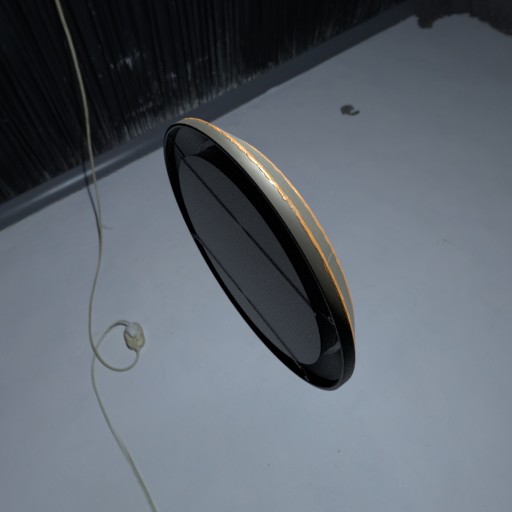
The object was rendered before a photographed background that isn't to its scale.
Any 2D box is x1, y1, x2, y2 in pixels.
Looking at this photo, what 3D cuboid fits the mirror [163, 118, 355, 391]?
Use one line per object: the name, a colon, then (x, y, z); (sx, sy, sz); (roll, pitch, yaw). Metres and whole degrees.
mirror: (0.000, 0.000, 1.376); (0.111, 0.907, 0.907); (-32, 64, -18)
